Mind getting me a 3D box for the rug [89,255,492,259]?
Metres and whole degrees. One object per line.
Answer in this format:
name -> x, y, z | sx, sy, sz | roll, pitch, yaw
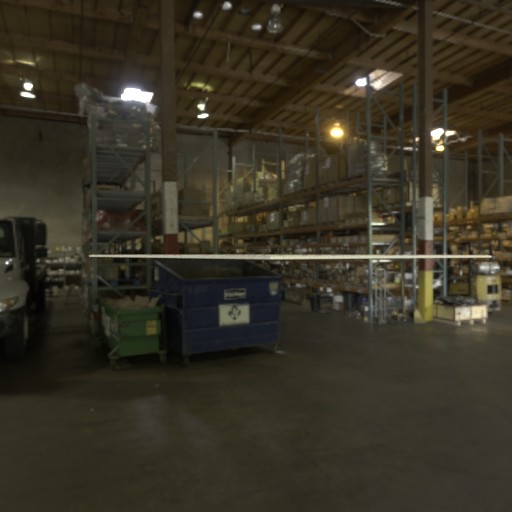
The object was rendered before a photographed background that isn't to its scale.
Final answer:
rug -> 0.000, 0.000, 2.330 | 1.219, 0.012, 1.839 | 0, 0, -36
